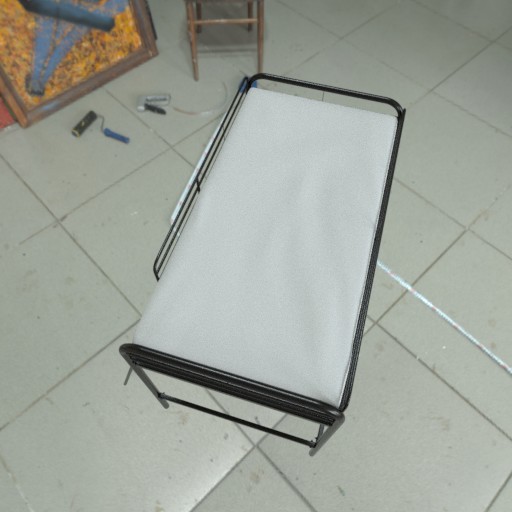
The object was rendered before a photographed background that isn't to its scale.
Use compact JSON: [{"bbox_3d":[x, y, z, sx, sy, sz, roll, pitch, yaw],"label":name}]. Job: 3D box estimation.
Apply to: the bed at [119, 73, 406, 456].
[{"bbox_3d":[0.000,0.000,2.916,1.393,1.289,1.968,15,60,9],"label":"bed"}]
